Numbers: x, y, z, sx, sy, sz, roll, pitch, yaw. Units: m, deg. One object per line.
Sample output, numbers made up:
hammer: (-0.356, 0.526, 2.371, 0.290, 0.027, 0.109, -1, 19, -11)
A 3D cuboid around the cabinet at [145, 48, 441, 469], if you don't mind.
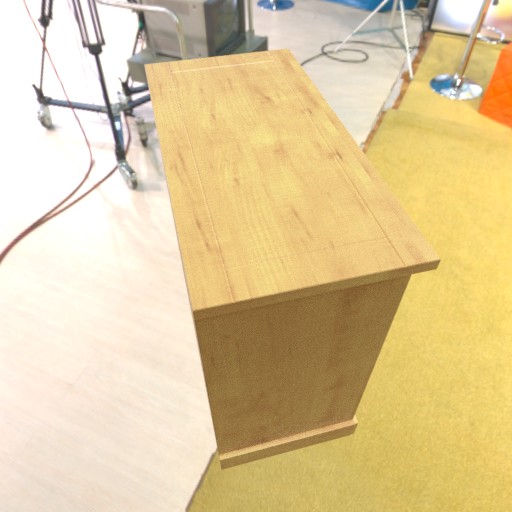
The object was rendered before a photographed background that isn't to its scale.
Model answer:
cabinet: (0.000, 0.000, 1.369, 0.450, 0.840, 0.920, -11, 49, -10)
